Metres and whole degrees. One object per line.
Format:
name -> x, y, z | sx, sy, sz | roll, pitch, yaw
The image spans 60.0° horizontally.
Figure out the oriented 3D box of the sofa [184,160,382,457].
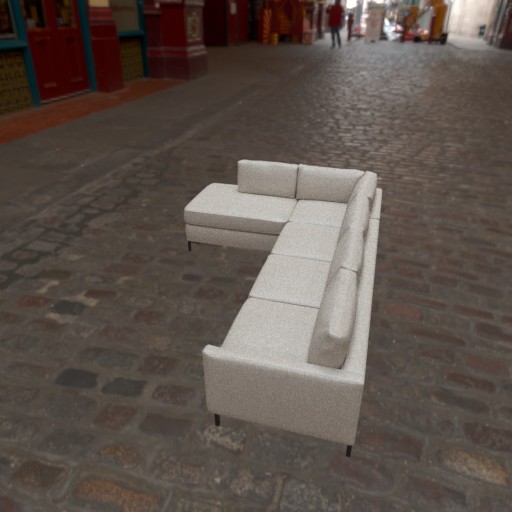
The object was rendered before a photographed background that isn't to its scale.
sofa -> 0.000, 0.000, 3.126 | 1.617, 0.703, 2.423 | 8, 30, 14
